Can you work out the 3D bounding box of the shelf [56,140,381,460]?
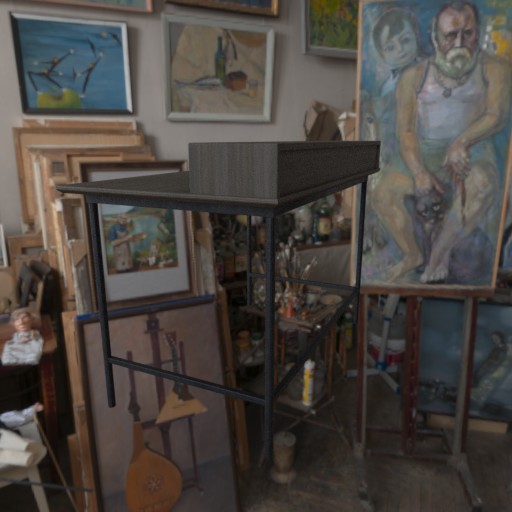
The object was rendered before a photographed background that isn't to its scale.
[{"bbox_3d":[0.000,0.000,1.727,0.685,0.865,1.212,7,16,25],"label":"shelf"}]
